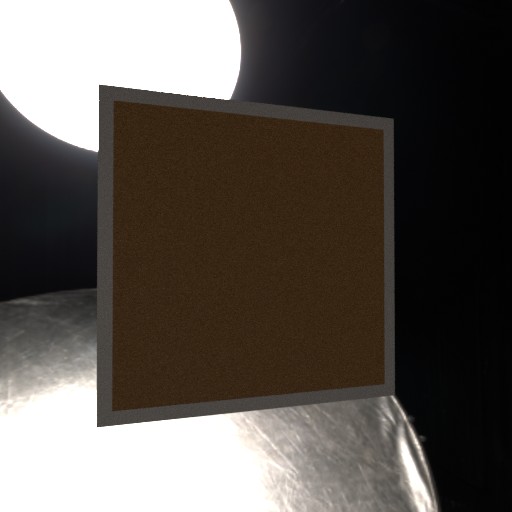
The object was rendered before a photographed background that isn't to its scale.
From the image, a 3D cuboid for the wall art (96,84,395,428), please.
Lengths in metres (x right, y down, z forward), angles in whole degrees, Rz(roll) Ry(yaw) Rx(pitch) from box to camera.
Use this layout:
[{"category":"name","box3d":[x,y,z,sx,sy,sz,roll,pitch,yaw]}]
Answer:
[{"category":"wall art","box3d":[0.000,0.000,0.454,0.305,0.302,0.038,0,-1,-18]}]
